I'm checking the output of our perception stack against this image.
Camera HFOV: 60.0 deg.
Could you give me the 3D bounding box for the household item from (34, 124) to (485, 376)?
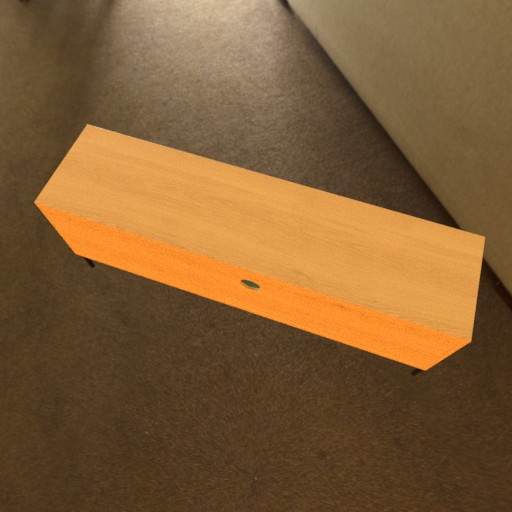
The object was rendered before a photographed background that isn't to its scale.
[{"bbox_3d":[0.000,0.000,1.793,1.550,0.600,0.400,17,65,9],"label":"household item"}]
